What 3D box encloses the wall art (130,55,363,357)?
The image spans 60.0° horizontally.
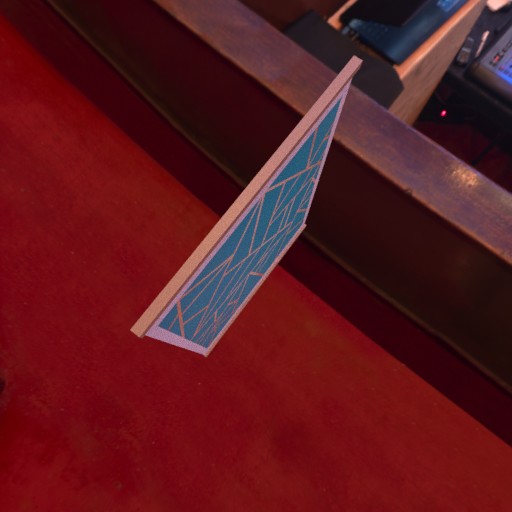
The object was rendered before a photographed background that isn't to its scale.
[{"bbox_3d":[0.000,0.000,1.923,0.030,1.519,0.990,36,78,9],"label":"wall art"}]
